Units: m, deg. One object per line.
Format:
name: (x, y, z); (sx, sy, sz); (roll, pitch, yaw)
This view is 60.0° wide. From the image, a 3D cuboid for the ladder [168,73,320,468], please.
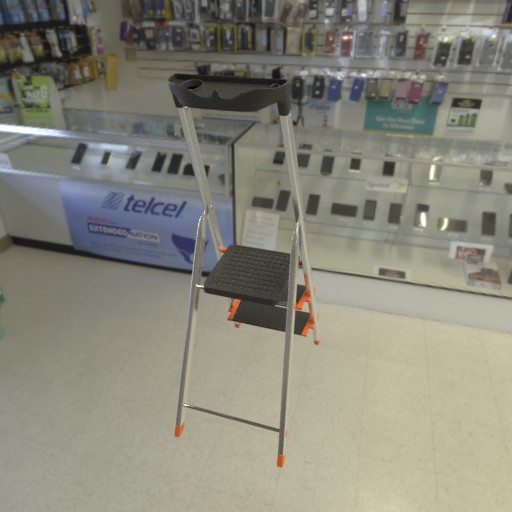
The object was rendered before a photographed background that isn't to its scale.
ladder: (0.000, 0.000, 1.536); (0.416, 1.229, 0.686); (9, 32, 15)
